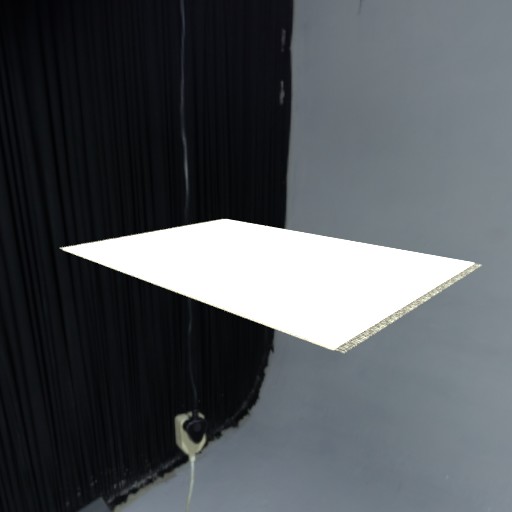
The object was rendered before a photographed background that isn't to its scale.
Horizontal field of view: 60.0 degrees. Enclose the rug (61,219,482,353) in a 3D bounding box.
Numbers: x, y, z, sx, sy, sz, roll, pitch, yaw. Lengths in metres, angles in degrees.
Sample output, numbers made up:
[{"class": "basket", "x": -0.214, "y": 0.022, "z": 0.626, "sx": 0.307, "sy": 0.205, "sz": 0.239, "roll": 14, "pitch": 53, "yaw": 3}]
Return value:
[{"class": "rug", "x": 0.000, "y": 0.000, "z": 2.810, "sx": 2.233, "sy": 0.011, "sz": 1.514, "roll": 13, "pitch": 20, "yaw": 41}]
